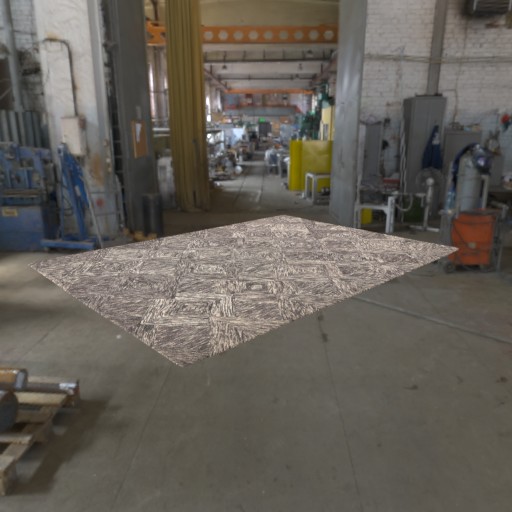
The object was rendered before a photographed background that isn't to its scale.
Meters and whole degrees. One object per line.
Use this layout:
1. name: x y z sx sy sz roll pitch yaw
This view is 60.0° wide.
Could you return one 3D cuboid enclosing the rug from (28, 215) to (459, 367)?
1. rug: 0.000 0.000 5.125 4.093 0.020 2.997 -15 22 -41
